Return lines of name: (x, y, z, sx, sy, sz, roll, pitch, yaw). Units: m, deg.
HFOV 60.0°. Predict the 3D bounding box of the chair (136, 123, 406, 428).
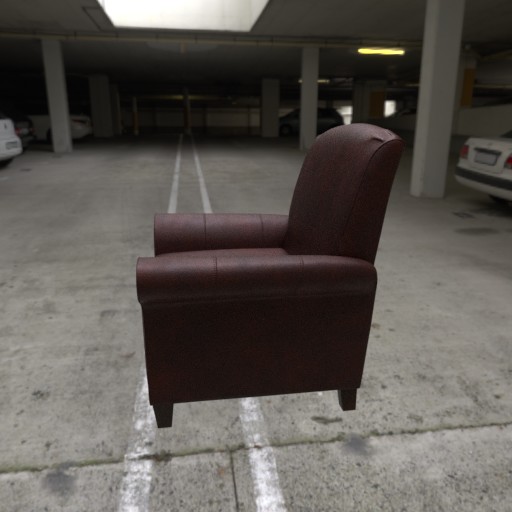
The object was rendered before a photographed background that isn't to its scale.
chair: (0.000, 0.000, 1.848, 0.902, 1.061, 0.978, -2, 15, -9)
